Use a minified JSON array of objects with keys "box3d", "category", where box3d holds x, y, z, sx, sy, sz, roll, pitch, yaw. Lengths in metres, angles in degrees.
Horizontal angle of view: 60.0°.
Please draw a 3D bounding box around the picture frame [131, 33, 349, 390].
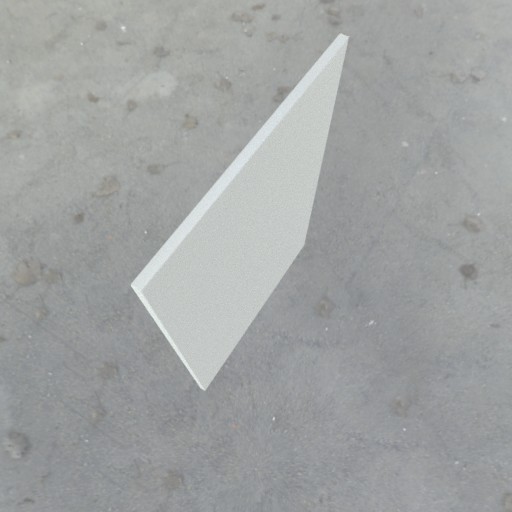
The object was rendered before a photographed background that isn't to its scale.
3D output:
[{"box3d":[0.000,0.000,0.690,0.012,0.534,0.381,30,68,14],"category":"picture frame"}]
